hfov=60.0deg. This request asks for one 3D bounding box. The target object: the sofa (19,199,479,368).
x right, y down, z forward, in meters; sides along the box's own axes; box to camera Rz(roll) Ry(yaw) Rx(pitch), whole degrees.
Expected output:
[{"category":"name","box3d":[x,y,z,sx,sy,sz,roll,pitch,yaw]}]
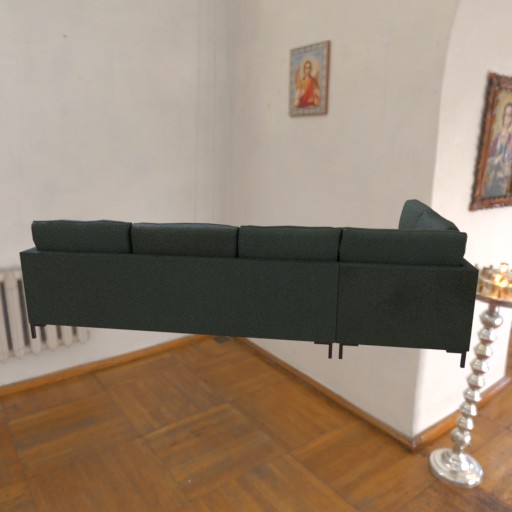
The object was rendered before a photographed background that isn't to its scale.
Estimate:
[{"category":"sofa","box3d":[0.000,0.000,4.205,3.384,0.996,2.048,2,15,8]}]
